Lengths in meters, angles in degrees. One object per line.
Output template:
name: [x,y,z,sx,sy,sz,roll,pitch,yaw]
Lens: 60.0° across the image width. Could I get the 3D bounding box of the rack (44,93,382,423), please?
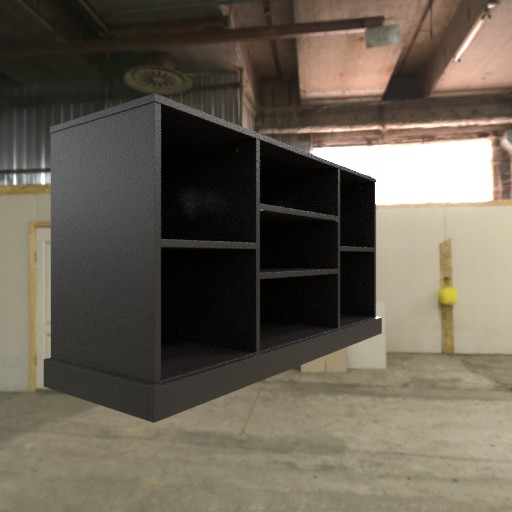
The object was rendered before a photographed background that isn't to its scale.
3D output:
rack: [0.000,0.000,1.447,0.399,0.635,1.206,0,0,36]
